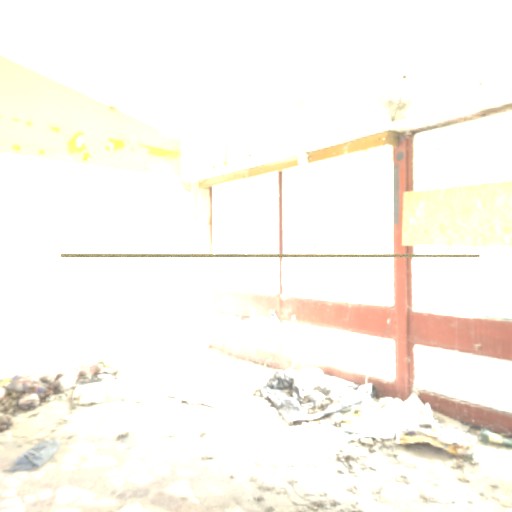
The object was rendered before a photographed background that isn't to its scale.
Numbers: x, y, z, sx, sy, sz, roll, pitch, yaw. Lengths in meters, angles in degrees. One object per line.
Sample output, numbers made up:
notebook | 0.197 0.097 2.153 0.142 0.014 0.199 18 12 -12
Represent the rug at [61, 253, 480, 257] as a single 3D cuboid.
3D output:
rug | 0.000 0.000 2.995 2.297 0.018 1.532 0 0 -18
